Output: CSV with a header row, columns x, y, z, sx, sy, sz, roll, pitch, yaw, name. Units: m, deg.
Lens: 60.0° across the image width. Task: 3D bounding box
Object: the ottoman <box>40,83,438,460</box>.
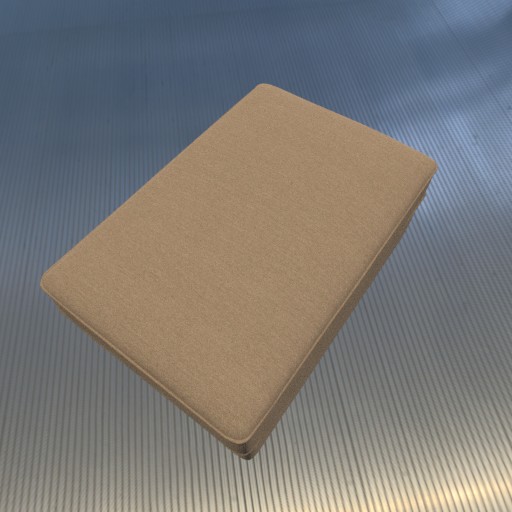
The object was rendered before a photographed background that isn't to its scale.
x,y,z,sx,sy,sz,roll,pitch,yaw,name
0.000,0.000,1.305,0.636,0.521,0.945,32,63,18,ottoman
